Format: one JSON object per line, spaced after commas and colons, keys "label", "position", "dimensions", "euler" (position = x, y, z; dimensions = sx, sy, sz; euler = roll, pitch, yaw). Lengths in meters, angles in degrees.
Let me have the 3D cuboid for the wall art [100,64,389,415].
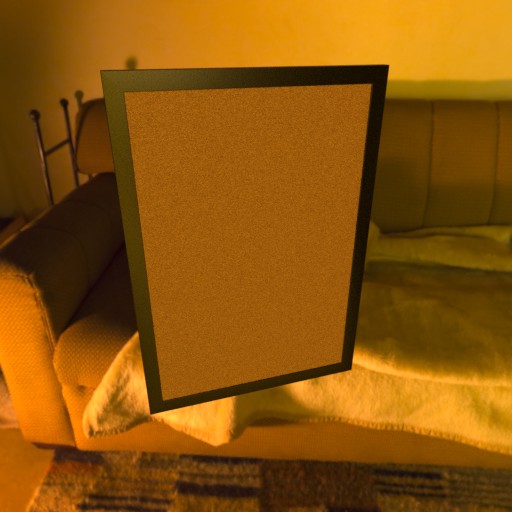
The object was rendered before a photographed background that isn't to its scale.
{"label": "wall art", "position": [0.000, 0.000, 0.550], "dimensions": [0.304, 0.432, 0.013], "euler": [-8, 28, -15]}
